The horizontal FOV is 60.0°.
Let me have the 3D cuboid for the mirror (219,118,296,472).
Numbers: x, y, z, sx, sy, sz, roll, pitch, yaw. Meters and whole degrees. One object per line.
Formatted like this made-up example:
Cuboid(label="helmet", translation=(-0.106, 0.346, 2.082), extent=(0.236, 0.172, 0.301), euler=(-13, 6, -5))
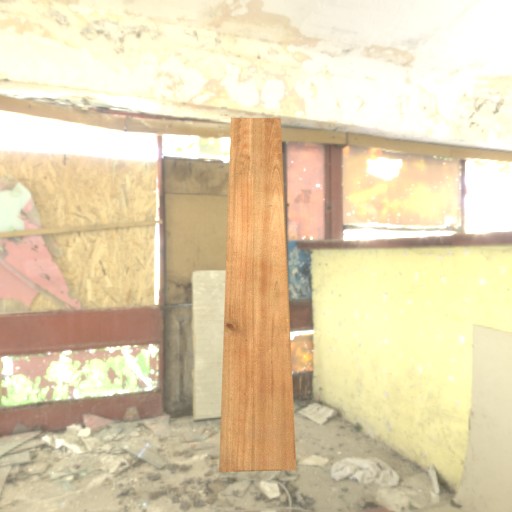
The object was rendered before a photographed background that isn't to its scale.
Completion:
Cuboid(label="mirror", translation=(0.000, 0.000, 0.881), extent=(0.100, 0.548, 0.631), euler=(0, 0, -1))
